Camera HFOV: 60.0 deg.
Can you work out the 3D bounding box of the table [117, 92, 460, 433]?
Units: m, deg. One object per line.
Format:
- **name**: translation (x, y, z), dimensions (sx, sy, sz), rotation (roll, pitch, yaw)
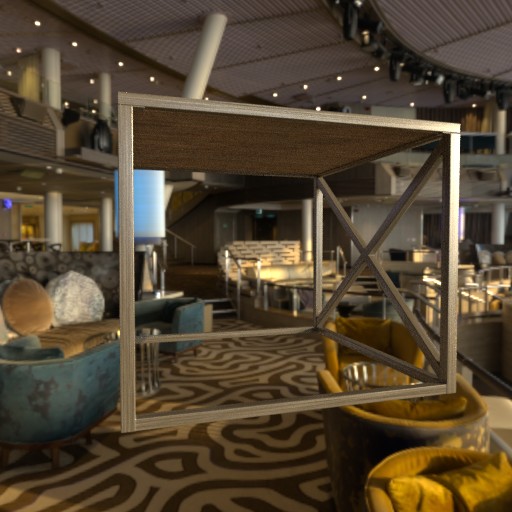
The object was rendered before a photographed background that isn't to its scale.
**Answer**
- **table**: translation (0.000, 0.000, 1.037), dimensions (0.609, 0.507, 0.611), rotation (-1, 2, -17)
